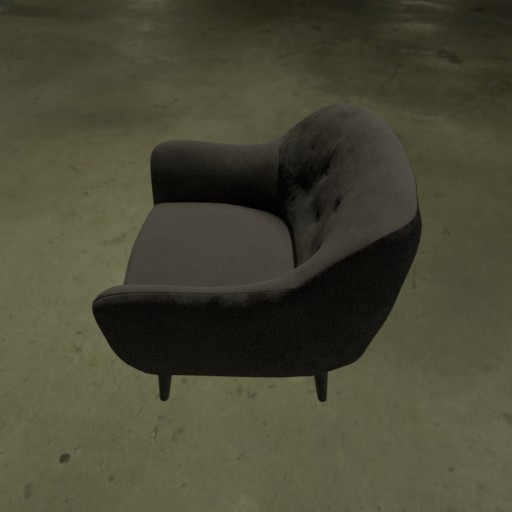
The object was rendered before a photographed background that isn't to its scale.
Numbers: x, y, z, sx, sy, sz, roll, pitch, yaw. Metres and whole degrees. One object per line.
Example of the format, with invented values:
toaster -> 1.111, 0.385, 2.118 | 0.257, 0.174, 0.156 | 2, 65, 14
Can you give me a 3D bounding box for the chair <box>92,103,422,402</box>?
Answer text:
chair -> 0.000, 0.000, 1.460 | 0.819, 0.807, 0.840 | 0, 41, 0
